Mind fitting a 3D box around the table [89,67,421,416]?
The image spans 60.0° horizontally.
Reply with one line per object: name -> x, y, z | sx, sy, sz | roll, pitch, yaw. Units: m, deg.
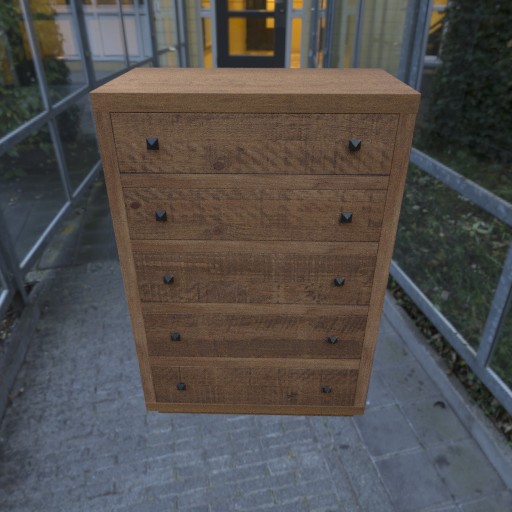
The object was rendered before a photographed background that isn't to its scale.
table -> 0.000, 0.000, 1.729 | 0.901, 1.294, 0.524 | 1, 30, 1
